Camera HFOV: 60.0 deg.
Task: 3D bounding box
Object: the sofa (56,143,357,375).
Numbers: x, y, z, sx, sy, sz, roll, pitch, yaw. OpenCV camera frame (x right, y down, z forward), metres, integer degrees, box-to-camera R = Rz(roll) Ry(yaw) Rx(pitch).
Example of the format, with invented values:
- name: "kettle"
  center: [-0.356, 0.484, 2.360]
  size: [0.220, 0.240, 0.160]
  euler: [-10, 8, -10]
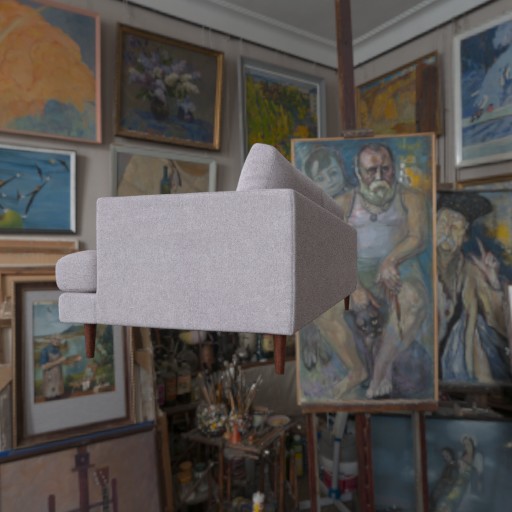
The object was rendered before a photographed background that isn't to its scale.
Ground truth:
- name: "sofa"
  center: [0.000, 0.000, 2.735]
  size: [1.020, 0.868, 2.250]
  euler: [0, 0, 18]
